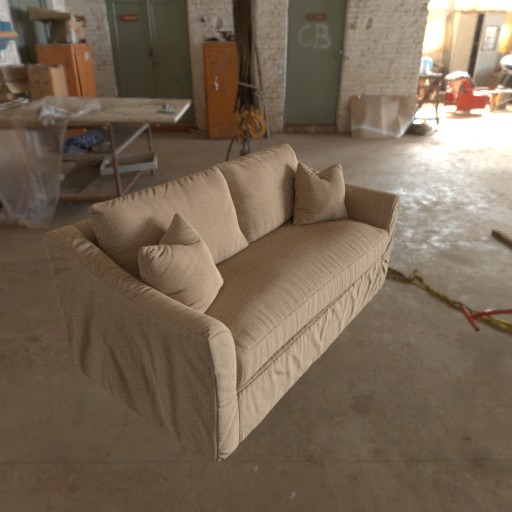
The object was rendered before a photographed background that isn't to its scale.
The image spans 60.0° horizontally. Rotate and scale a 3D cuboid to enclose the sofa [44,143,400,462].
[{"bbox_3d":[0.000,0.000,2.678,1.072,1.018,2.010,18,32,32],"label":"sofa"}]
